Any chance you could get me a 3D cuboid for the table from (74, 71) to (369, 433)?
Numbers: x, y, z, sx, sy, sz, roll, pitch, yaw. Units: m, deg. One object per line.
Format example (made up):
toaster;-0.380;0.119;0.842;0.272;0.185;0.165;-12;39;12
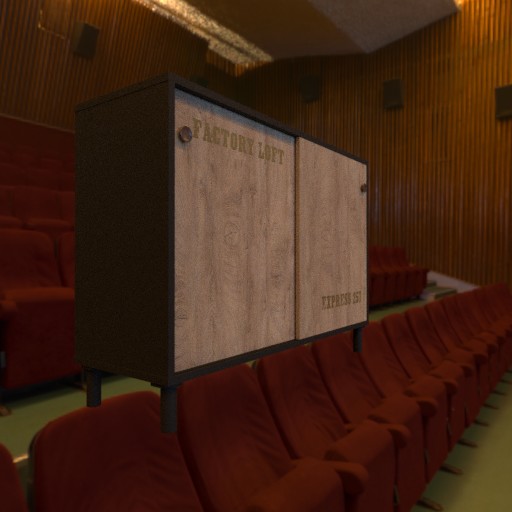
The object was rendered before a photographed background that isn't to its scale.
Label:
table;0.000;0.000;1.625;0.400;0.855;1.200;0;0;36
